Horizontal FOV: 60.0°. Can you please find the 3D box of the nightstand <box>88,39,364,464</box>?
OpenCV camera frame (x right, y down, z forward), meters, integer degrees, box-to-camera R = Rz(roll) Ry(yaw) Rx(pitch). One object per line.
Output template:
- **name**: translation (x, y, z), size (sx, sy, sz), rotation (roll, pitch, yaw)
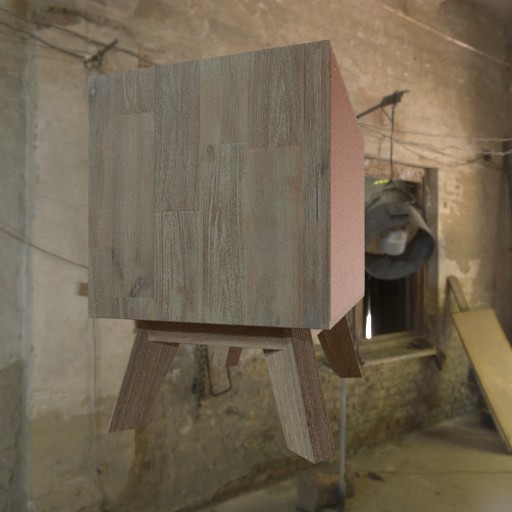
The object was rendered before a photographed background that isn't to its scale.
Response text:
- **nightstand**: translation (0.000, 0.000, 0.926), size (0.396, 0.589, 0.552), rotation (0, 0, 18)
